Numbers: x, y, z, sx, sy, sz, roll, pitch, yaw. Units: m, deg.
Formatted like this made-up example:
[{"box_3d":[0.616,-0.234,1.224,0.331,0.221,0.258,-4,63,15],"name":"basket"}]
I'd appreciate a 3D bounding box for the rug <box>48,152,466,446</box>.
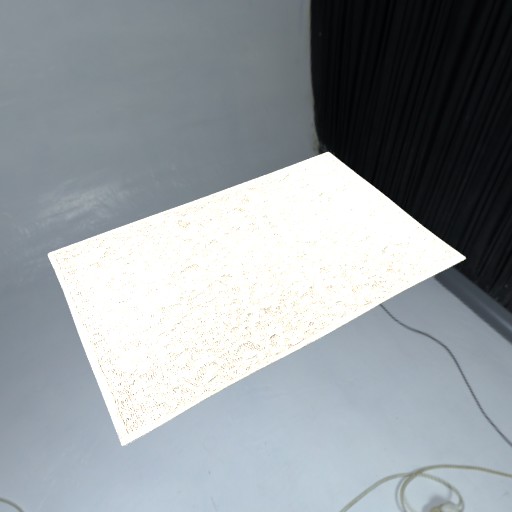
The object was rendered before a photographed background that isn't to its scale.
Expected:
[{"box_3d":[0.000,0.000,3.033,2.435,0.012,1.529,-24,50,-21],"name":"rug"}]
